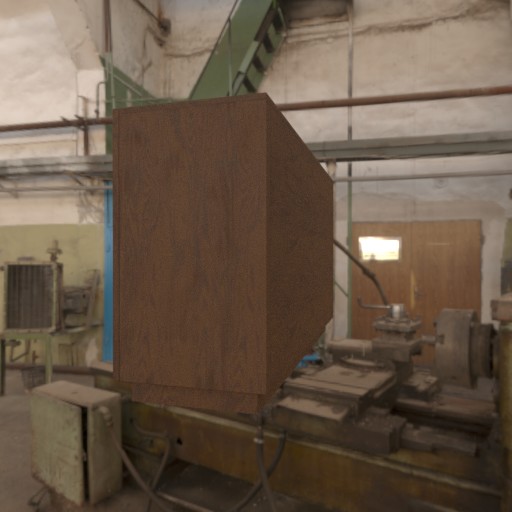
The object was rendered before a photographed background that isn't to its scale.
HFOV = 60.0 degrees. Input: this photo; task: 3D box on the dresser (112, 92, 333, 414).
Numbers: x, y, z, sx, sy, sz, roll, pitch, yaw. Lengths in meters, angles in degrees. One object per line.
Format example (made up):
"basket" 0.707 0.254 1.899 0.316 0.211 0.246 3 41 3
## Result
"dresser" 0.000 0.000 1.994 0.512 0.889 1.523 0 0 17
